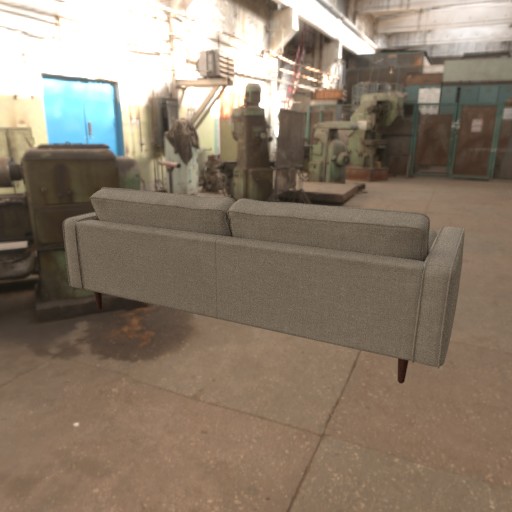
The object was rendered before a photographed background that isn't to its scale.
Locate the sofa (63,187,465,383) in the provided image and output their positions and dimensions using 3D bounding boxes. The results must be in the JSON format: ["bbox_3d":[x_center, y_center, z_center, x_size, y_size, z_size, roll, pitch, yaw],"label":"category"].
[{"bbox_3d":[0.000,0.000,2.632,2.211,0.762,0.914,8,18,26],"label":"sofa"}]
